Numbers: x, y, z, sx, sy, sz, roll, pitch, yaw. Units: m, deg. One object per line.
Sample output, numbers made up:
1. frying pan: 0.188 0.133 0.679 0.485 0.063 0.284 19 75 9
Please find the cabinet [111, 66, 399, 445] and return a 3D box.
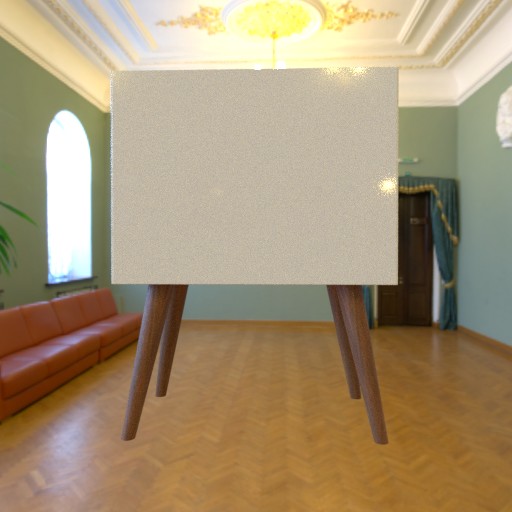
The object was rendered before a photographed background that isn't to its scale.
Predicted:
1. cabinet: 0.000 0.000 1.083 0.591 0.772 0.344 0 1 2
